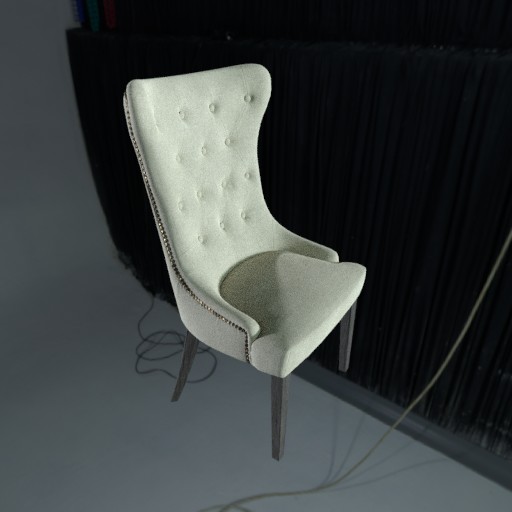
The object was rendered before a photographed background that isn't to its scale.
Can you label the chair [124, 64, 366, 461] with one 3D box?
[{"bbox_3d":[0.000,0.000,1.405,0.590,1.065,0.584,19,34,30],"label":"chair"}]
